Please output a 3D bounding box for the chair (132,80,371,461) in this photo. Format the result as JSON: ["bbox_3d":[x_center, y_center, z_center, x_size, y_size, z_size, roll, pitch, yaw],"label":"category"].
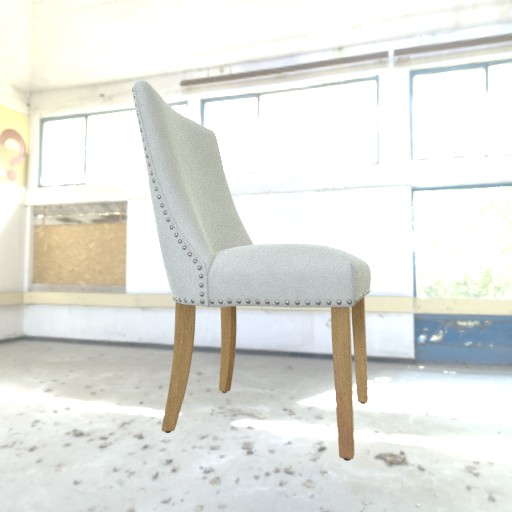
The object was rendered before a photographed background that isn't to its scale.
[{"bbox_3d":[0.000,0.000,1.263,0.610,0.902,0.495,-1,-2,18],"label":"chair"}]
